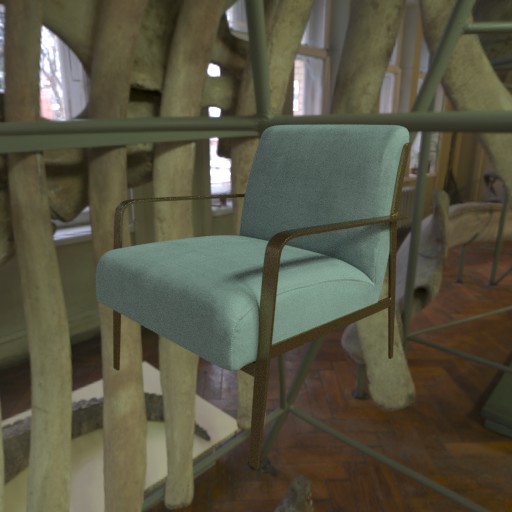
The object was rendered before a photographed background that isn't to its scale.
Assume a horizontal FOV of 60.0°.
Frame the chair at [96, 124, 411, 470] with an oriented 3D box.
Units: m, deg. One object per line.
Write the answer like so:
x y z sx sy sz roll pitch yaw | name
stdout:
0.000 0.000 1.450 0.701 0.824 0.842 15 22 41 | chair
